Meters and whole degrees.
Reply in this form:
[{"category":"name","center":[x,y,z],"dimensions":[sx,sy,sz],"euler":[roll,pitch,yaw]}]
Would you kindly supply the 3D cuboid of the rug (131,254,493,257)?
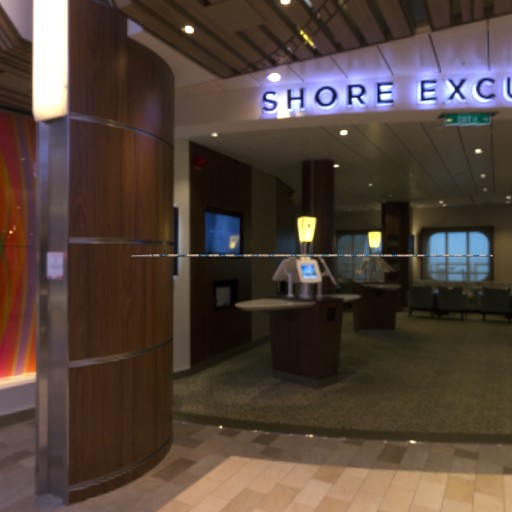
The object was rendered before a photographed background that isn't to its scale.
[{"category":"rug","center":[0.000,0.000,2.973],"dimensions":[1.531,0.008,2.439],"euler":[0,0,-18]}]
